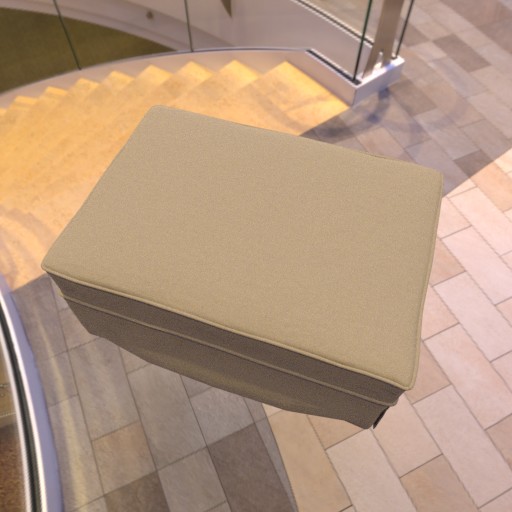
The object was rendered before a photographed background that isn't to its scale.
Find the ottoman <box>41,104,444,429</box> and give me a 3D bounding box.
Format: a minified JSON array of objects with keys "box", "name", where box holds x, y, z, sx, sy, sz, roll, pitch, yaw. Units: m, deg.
[{"box":[0.000,0.000,1.310,0.944,0.479,0.703,16,59,10],"name":"ottoman"}]
